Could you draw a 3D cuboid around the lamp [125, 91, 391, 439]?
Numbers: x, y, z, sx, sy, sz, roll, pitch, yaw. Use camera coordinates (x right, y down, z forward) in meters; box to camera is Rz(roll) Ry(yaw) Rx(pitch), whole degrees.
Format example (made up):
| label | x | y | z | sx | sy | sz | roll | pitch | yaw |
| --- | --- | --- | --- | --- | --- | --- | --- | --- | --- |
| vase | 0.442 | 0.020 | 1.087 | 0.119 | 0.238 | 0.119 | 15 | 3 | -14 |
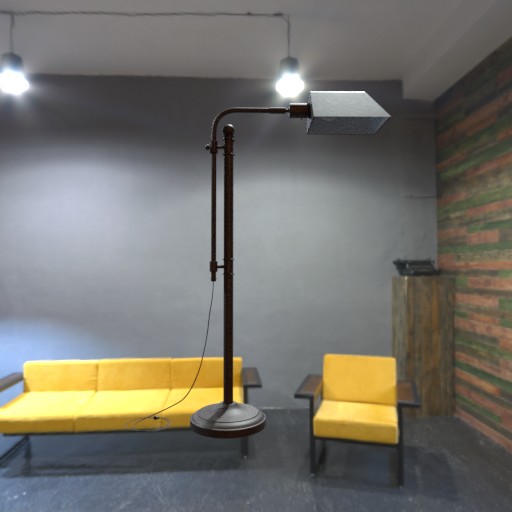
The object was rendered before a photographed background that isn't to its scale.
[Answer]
| label | x | y | z | sx | sy | sz | roll | pitch | yaw |
| --- | --- | --- | --- | --- | --- | --- | --- | --- | --- |
| lamp | 0.000 | 0.000 | 0.943 | 0.545 | 0.708 | 0.159 | 0 | -2 | -1 |
